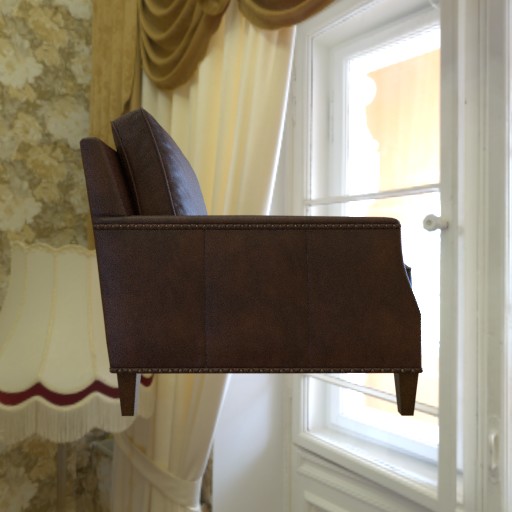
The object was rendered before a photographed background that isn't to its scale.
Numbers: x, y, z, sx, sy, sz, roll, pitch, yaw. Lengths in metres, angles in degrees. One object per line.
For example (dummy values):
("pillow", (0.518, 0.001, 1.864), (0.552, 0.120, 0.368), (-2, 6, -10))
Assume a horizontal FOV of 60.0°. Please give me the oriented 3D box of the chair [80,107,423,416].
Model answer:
("chair", (0.000, 0.000, 1.685), (1.014, 0.929, 0.853), (0, 0, 0))
